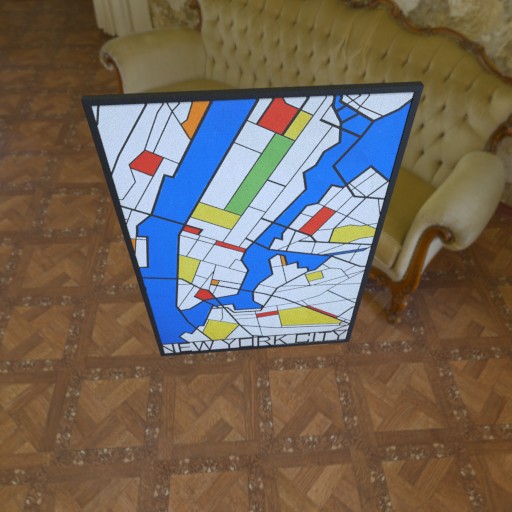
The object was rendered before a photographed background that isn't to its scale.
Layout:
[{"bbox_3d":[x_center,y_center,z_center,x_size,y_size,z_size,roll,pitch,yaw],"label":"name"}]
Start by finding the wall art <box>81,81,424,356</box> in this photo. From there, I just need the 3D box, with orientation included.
[{"bbox_3d":[0.000,0.000,0.839,0.460,0.660,0.013,-4,48,-3],"label":"wall art"}]
